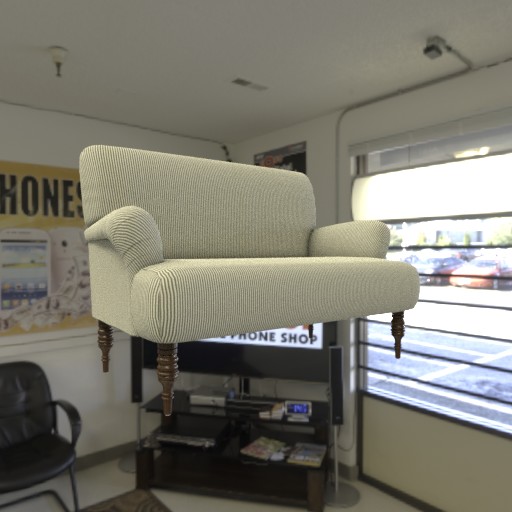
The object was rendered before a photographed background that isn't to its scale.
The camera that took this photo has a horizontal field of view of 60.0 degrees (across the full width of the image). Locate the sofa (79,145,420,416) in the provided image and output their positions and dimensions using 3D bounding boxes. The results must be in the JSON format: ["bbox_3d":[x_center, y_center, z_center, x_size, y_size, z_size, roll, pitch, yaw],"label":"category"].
[{"bbox_3d":[0.000,0.000,1.823,1.297,0.889,0.779,-1,1,-37],"label":"sofa"}]
